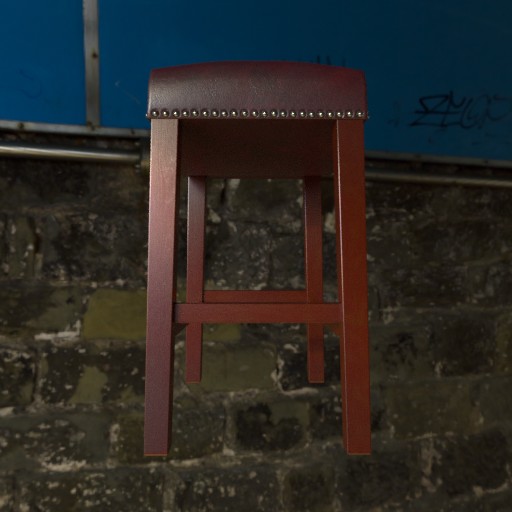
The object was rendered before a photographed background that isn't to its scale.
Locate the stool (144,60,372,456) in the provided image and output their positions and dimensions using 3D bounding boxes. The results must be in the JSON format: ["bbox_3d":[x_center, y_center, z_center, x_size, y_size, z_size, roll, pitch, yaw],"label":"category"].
[{"bbox_3d":[0.000,0.000,0.967,0.372,0.657,0.504,0,-2,-1],"label":"stool"}]
